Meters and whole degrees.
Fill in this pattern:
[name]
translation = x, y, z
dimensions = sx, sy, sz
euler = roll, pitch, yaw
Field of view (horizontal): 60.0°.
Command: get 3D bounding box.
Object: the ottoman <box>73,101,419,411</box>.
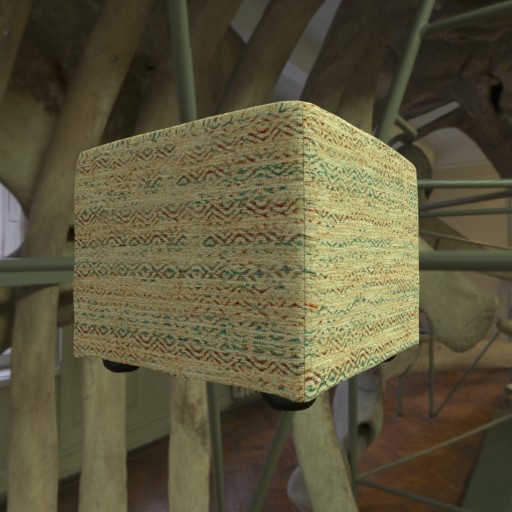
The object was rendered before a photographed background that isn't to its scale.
[ottoman]
translation = 0.000, 0.000, 0.905
dimensions = 0.521, 0.453, 0.512
euler = -1, -1, 36
